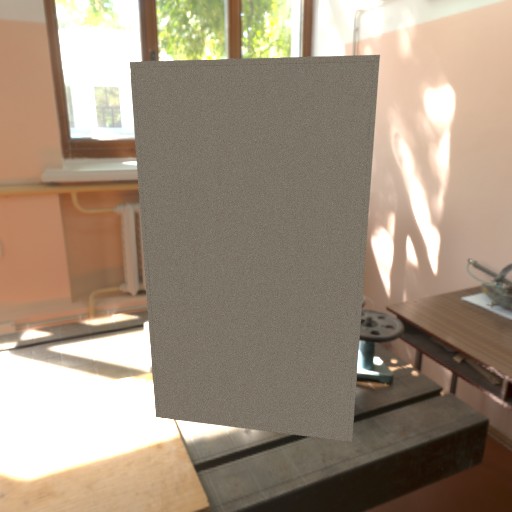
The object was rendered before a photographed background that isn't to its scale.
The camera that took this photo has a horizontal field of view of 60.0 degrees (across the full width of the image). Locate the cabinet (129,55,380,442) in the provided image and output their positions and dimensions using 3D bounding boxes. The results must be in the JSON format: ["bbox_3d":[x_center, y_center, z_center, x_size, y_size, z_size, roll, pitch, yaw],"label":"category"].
[{"bbox_3d":[0.000,0.000,1.598,0.750,1.280,0.250,3,17,10],"label":"cabinet"}]
